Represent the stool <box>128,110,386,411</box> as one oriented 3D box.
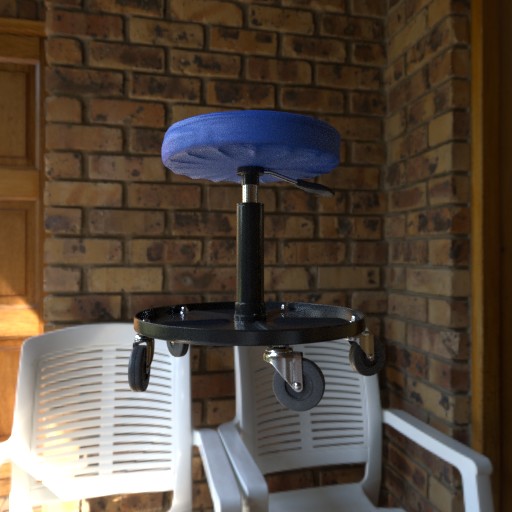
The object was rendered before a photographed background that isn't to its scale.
[{"bbox_3d":[0.000,0.000,0.684,0.382,0.365,0.381,0,0,-18],"label":"stool"}]
